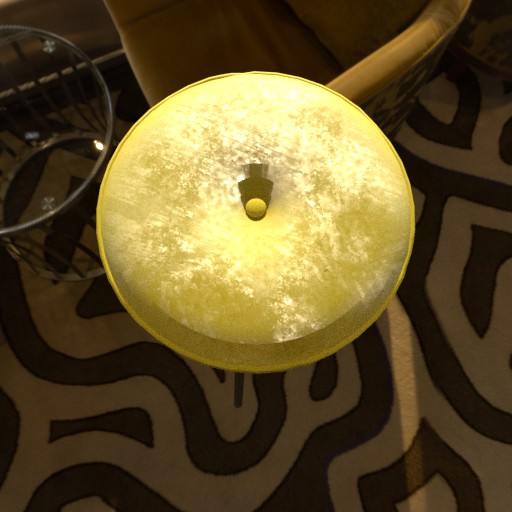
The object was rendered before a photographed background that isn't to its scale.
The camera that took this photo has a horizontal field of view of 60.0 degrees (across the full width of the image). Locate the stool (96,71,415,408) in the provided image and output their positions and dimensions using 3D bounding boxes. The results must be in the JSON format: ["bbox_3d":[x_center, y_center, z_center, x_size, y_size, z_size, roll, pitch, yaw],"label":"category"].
[{"bbox_3d":[0.000,0.000,0.796,0.409,0.508,0.409,-36,78,-9],"label":"stool"}]
